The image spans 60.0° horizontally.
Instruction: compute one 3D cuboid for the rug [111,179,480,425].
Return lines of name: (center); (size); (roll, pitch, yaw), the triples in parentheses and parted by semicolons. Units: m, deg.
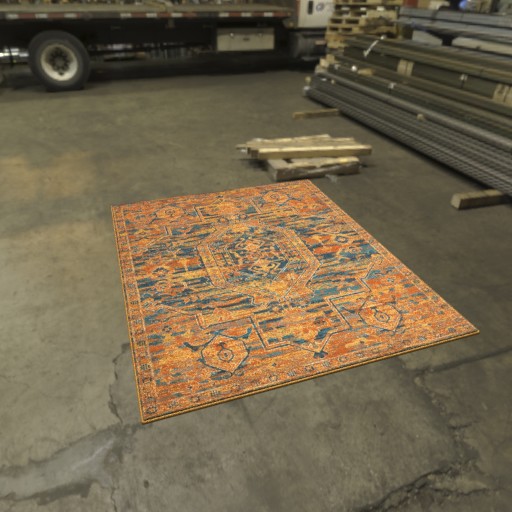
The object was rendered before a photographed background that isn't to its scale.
rug: (0.000, 0.000, 4.116); (2.435, 0.031, 3.040); (-10, 34, -16)
